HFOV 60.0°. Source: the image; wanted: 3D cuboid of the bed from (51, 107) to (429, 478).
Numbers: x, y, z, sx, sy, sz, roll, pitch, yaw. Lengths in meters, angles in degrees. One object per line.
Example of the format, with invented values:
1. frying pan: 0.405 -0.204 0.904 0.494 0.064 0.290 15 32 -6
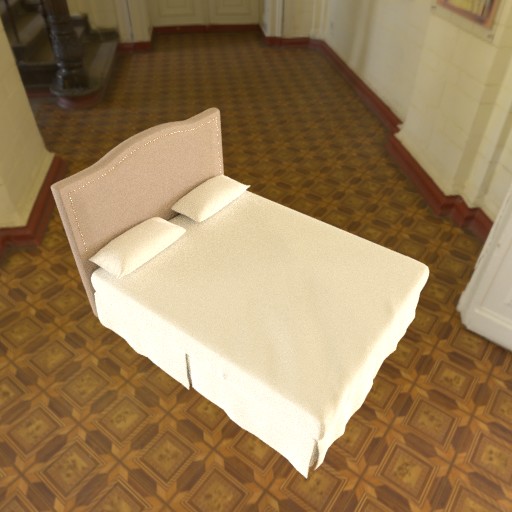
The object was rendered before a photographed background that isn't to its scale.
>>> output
1. bed: 0.000 0.000 3.447 2.282 1.436 1.821 26 47 27
